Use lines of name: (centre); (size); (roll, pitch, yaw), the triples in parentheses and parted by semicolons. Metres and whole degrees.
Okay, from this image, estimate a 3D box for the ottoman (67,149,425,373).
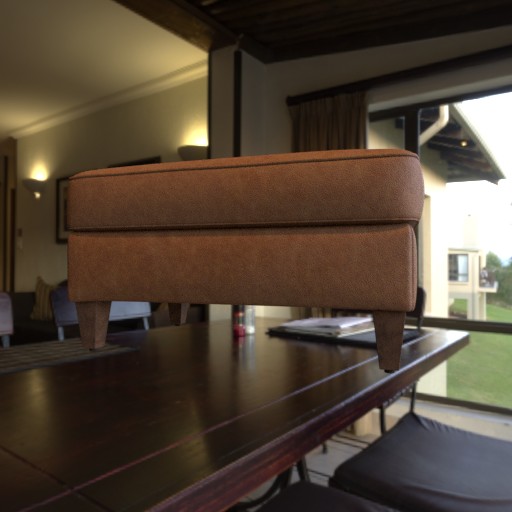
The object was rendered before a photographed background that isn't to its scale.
ottoman: (0.000, 0.000, 1.234); (0.864, 0.483, 0.584); (0, -1, 18)
